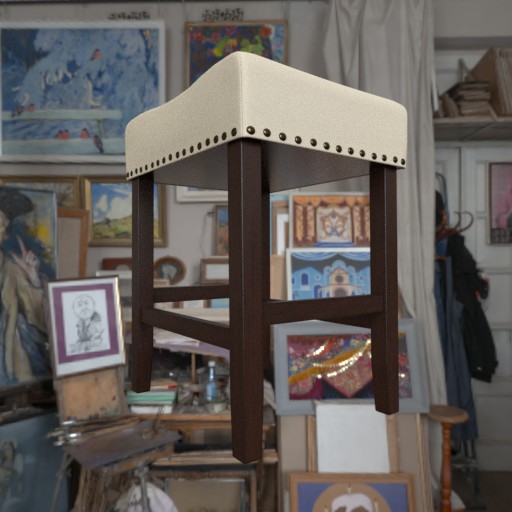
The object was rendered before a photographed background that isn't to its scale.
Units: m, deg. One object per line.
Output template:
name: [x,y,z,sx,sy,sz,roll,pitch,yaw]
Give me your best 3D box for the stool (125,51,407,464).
stool: [0.000,0.000,0.930,0.401,0.609,0.471,0,0,-37]
